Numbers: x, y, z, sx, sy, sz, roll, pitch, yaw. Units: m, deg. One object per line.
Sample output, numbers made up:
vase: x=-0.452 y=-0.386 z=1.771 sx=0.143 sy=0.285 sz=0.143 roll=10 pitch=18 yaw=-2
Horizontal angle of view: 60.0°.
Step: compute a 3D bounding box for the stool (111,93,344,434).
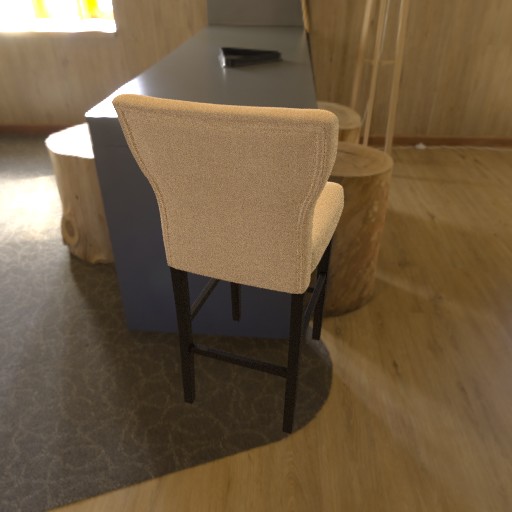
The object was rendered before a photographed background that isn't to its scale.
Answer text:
stool: x=0.000 y=0.000 z=1.453 sx=0.516 sy=1.124 sz=0.603 roll=11 pitch=36 yaw=16
